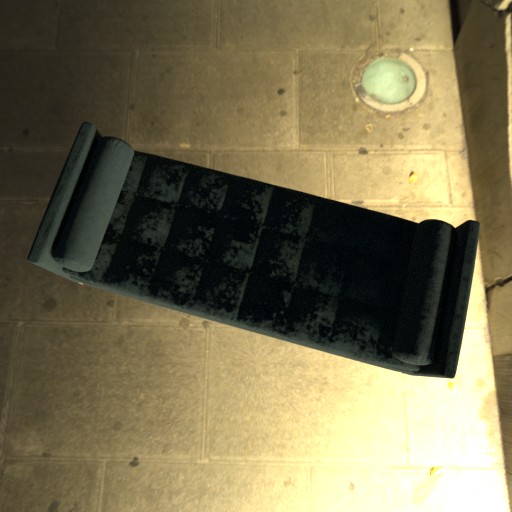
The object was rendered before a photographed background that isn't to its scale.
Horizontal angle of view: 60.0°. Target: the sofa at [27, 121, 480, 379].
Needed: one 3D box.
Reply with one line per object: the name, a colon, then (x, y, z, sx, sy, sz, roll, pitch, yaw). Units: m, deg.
sofa: (0.000, 0.000, 2.454, 2.102, 0.657, 0.797, 15, 77, 4)
